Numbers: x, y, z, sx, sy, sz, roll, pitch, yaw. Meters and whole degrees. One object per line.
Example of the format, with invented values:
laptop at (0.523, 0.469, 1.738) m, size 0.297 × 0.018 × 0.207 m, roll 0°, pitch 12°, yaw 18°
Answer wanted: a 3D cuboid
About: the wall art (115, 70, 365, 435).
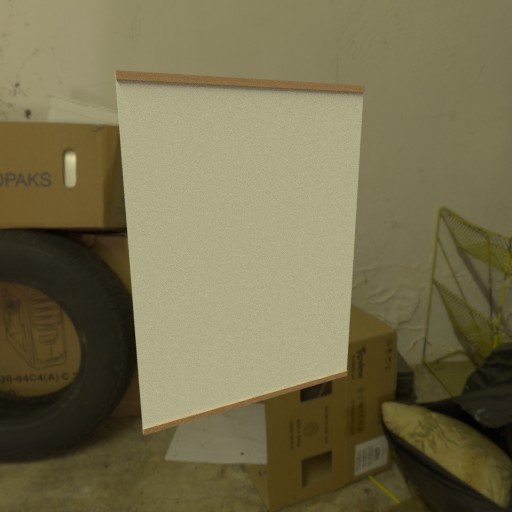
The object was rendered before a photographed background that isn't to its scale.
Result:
wall art at (0.000, 0.000, 1.364) m, size 0.758 × 1.016 × 0.013 m, roll -8°, pitch 17°, yaw -26°
